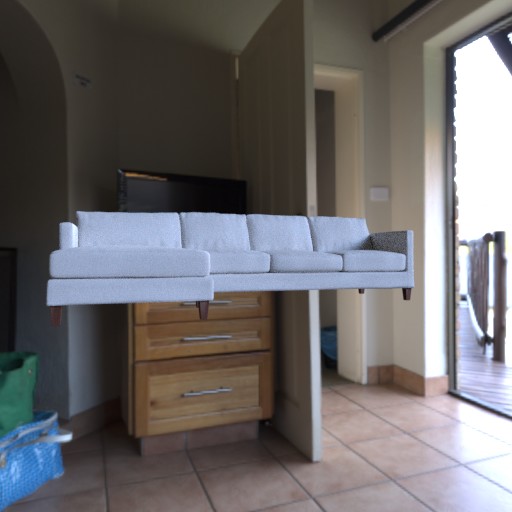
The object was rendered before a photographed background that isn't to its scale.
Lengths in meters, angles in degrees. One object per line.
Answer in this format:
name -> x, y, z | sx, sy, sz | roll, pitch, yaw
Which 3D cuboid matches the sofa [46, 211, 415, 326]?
sofa -> 0.000, 0.000, 3.912 | 3.186, 0.861, 1.625 | 0, 0, -18
